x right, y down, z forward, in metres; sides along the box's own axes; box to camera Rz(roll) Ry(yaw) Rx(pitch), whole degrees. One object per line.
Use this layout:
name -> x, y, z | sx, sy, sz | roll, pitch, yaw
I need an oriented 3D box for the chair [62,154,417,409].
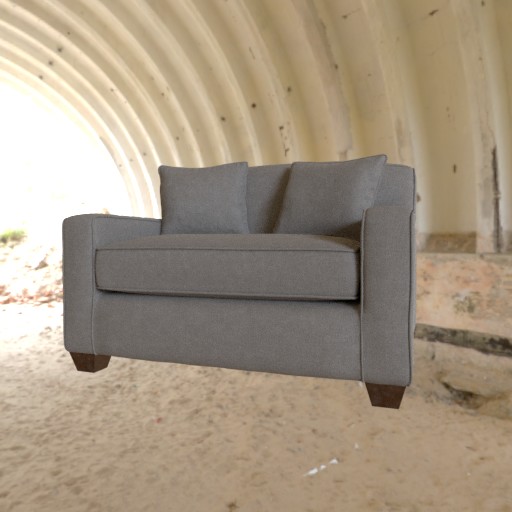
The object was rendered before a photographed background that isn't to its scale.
chair -> 0.000, 0.000, 2.032 | 1.395, 0.953, 0.992 | 1, 2, 19
